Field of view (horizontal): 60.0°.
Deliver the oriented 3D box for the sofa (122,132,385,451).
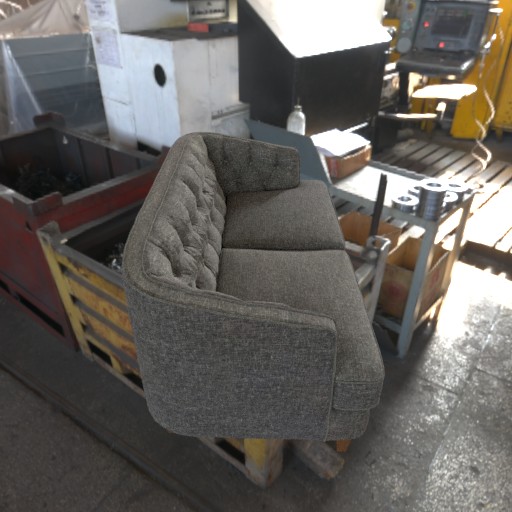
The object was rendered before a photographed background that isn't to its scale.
[{"bbox_3d":[0.000,0.000,2.256,0.941,0.855,1.733,0,33,0],"label":"sofa"}]
